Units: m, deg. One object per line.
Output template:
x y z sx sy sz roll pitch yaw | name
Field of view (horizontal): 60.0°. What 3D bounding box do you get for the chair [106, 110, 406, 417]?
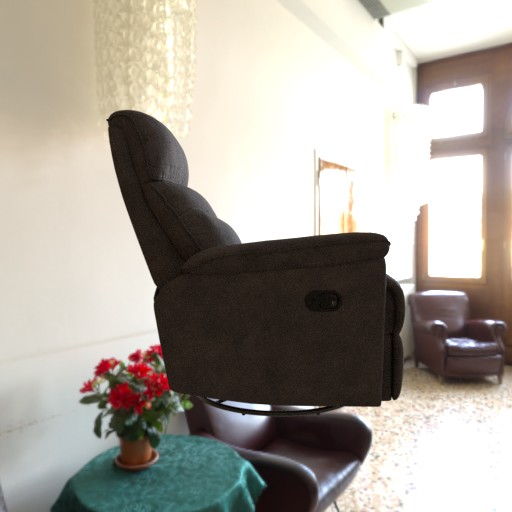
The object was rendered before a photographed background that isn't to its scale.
0.000 0.000 1.744 1.009 1.035 0.830 0 1 -1 | chair
